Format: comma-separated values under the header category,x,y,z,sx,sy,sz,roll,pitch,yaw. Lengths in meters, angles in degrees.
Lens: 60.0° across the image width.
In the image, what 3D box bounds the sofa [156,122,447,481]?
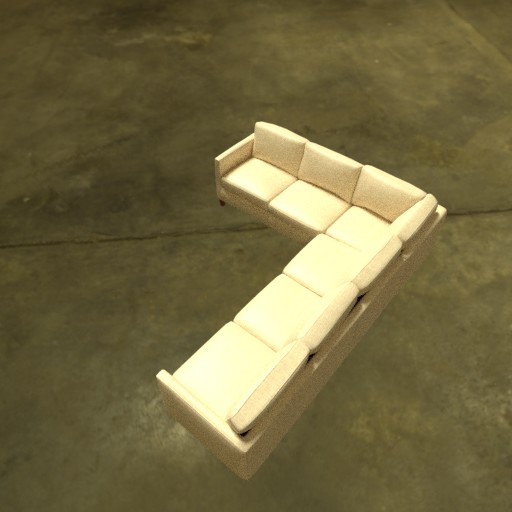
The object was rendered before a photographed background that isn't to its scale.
category,x,y,z,sx,sy,sz,roll,pitch,yaw
sofa,0.000,0.000,4.543,2.593,0.947,3.302,31,54,26
